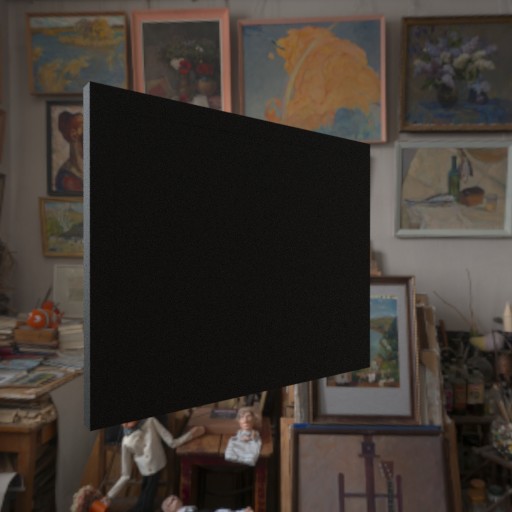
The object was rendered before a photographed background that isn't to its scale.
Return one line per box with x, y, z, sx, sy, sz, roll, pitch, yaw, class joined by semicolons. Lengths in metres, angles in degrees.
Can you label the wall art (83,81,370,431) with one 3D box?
0.000;0.000;0.754;0.558;0.457;0.029;0;0;-36;wall art
